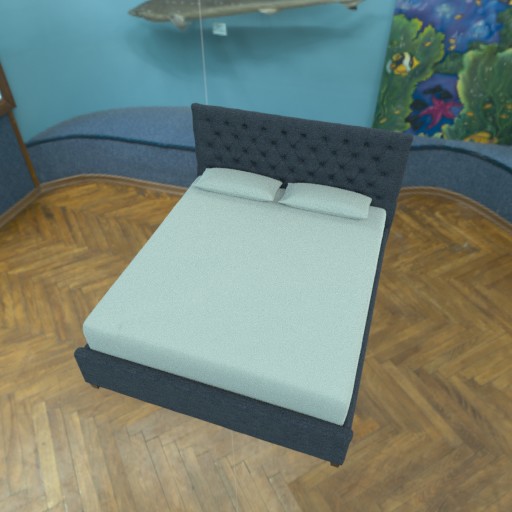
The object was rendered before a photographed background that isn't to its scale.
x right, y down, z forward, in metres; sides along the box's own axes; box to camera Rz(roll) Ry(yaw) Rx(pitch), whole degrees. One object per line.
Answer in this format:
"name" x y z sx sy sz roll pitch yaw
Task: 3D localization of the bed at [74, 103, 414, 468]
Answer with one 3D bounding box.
"bed" 0.000 0.000 3.668 2.078 1.427 2.387 13 43 14
